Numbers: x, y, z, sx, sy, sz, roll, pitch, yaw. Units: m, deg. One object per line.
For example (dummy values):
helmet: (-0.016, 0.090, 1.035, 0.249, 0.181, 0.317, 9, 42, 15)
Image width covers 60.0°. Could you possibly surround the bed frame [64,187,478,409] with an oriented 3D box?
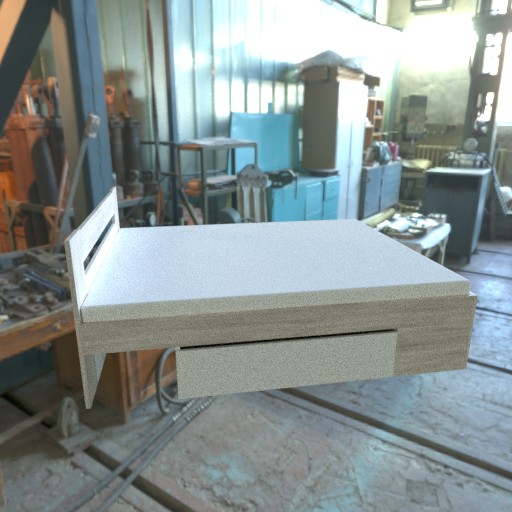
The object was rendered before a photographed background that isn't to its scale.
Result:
bed frame: (0.000, 0.000, 3.172, 2.050, 0.860, 2.040, -3, 17, -10)
